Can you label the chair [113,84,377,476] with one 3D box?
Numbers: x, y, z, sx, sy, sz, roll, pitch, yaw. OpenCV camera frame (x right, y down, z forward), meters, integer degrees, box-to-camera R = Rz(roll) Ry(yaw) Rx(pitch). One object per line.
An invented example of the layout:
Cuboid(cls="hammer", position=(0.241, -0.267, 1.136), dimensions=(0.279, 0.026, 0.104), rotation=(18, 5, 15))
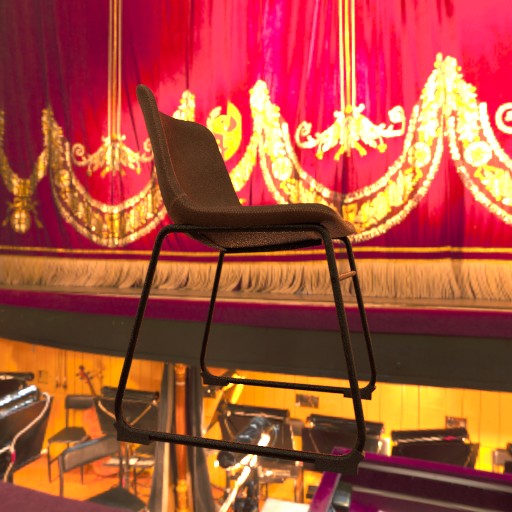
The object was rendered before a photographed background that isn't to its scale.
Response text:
Cuboid(cls="chair", position=(0.000, 0.000, 1.082), dimensions=(0.551, 0.780, 0.460), rotation=(0, 0, 18))
